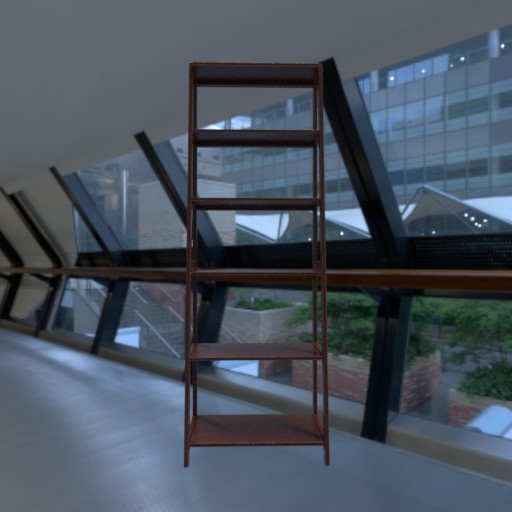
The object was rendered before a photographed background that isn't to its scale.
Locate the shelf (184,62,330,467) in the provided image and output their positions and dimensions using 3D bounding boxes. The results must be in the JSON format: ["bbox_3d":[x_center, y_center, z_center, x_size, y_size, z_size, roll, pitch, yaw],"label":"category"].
[{"bbox_3d":[0.000,0.000,2.179,0.660,1.892,0.381,0,0,-1],"label":"shelf"}]
